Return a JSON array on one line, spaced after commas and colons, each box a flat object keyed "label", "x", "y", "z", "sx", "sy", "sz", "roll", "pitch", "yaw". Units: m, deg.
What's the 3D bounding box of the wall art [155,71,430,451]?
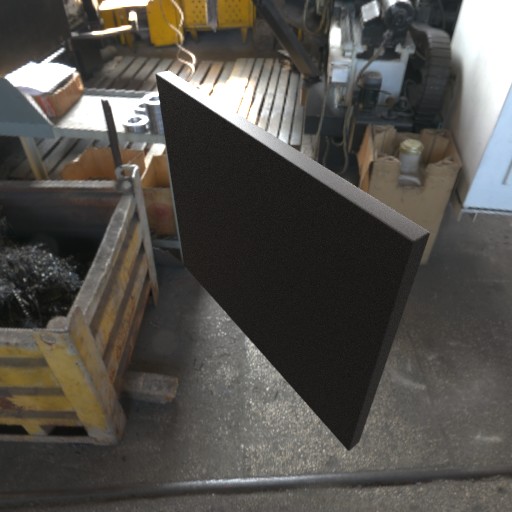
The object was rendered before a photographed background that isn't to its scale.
[{"label": "wall art", "x": 0.000, "y": 0.000, "z": 0.756, "sx": 0.031, "sy": 0.457, "sz": 0.558, "roll": -26, "pitch": 48, "yaw": -26}]
